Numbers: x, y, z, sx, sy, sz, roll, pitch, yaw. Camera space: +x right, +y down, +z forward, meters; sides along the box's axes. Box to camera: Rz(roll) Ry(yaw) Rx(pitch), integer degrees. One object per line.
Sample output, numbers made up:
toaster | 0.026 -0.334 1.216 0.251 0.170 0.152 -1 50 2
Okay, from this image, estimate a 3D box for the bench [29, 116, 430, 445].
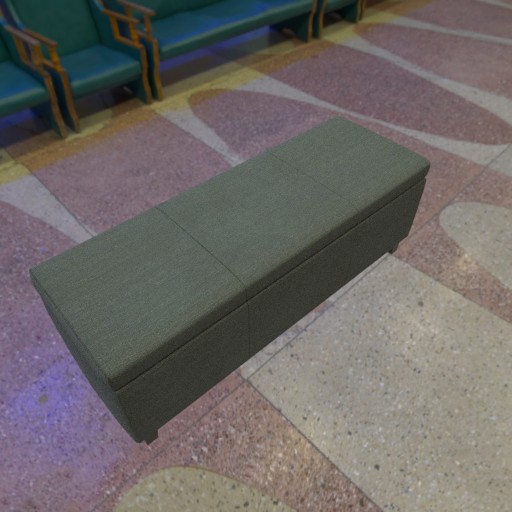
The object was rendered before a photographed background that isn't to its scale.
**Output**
bench | 0.000 0.000 1.494 1.269 0.438 0.446 -33 54 -28
